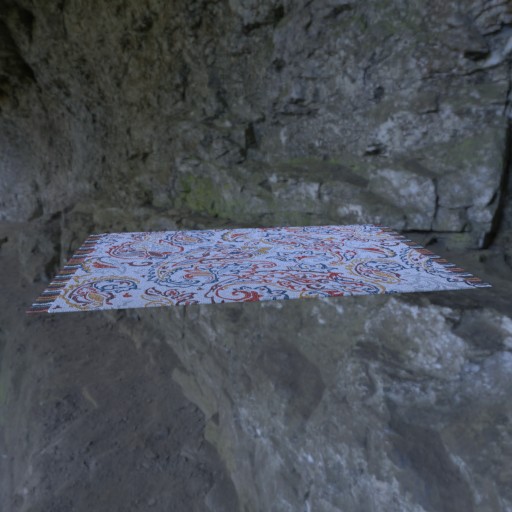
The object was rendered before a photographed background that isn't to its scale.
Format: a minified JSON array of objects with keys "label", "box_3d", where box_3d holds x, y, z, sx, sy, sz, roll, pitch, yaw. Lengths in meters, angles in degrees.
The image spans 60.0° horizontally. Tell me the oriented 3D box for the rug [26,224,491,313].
[{"label":"rug","box_3d":[0.000,0.000,2.435,1.997,0.010,1.218,-2,18,-8]}]
